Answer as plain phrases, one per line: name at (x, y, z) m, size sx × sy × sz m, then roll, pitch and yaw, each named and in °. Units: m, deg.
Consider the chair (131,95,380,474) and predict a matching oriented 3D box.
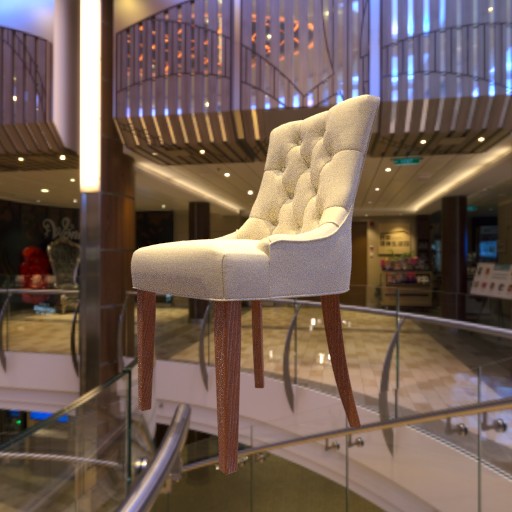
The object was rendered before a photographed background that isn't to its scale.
chair at (0.000, 0.000, 1.215) m, size 0.565 × 0.874 × 0.509 m, roll 0°, pitch 0°, yaw -36°
